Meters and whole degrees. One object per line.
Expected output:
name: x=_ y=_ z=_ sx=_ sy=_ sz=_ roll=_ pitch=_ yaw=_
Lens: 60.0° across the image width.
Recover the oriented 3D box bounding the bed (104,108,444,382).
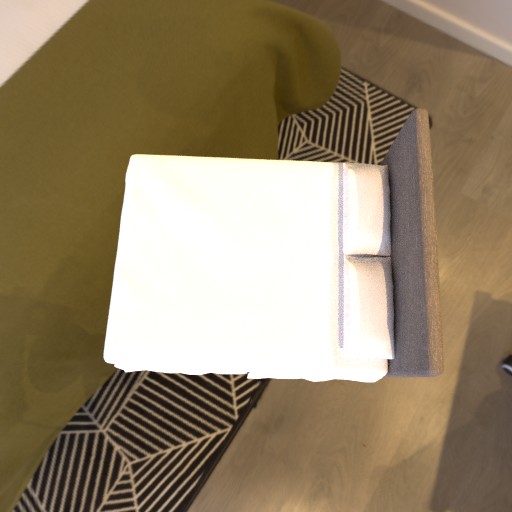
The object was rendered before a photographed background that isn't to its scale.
bed: x=0.000 y=0.000 z=3.220 sx=2.142 sy=1.330 sz=1.723 roll=3 pitch=75 yaw=1
